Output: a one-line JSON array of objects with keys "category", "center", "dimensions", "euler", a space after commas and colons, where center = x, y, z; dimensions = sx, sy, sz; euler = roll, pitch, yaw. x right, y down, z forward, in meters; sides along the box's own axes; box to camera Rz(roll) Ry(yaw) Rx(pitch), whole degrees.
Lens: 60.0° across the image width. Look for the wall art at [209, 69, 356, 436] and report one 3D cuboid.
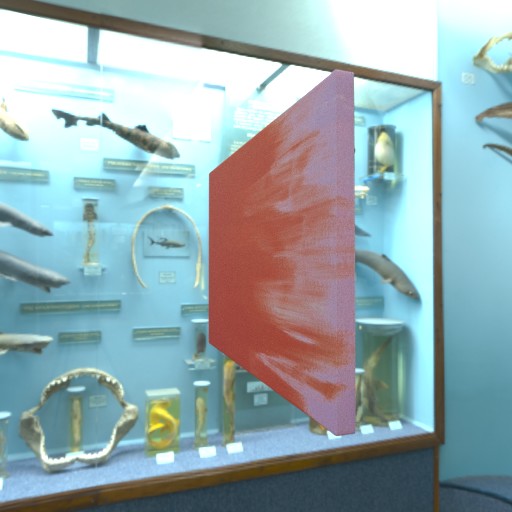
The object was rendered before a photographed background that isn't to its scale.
[{"category": "wall art", "center": [0.000, 0.000, 1.167], "dimensions": [0.040, 0.609, 0.913], "euler": [0, -1, -19]}]
